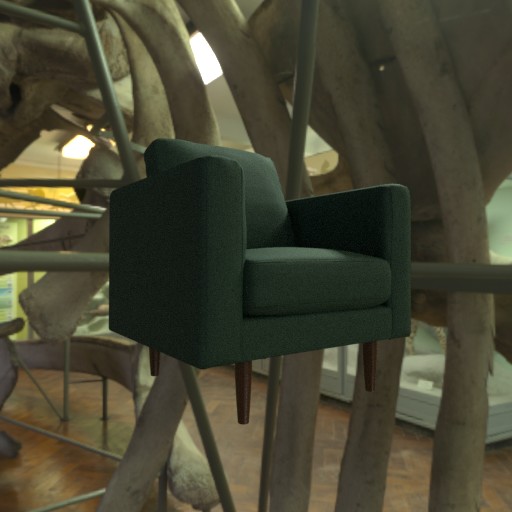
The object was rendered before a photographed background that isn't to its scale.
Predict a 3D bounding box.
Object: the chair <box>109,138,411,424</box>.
[{"bbox_3d":[0.000,0.000,1.630,0.855,0.927,0.800,1,-1,-35],"label":"chair"}]
